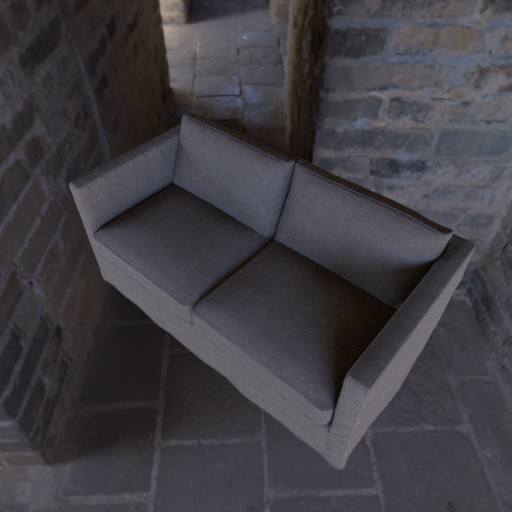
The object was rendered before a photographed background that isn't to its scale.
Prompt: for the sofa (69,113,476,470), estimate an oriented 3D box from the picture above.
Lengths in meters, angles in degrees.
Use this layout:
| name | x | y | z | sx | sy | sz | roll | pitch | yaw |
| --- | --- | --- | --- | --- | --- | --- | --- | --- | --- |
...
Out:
| name | x | y | z | sx | sy | sz | roll | pitch | yaw |
| --- | --- | --- | --- | --- | --- | --- | --- | --- | --- |
| sofa | 0.000 | 0.000 | 2.320 | 1.802 | 0.854 | 0.974 | 32 | 54 | 27 |
